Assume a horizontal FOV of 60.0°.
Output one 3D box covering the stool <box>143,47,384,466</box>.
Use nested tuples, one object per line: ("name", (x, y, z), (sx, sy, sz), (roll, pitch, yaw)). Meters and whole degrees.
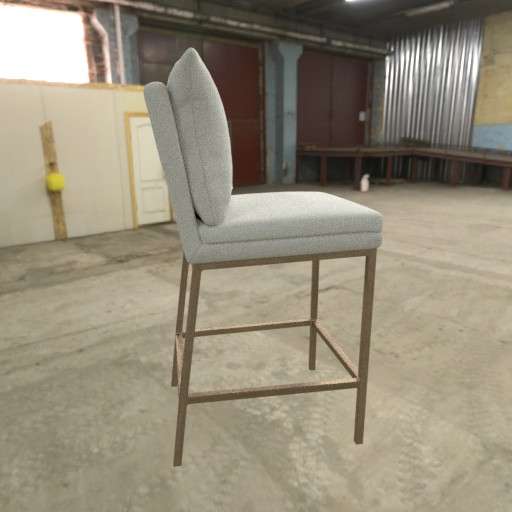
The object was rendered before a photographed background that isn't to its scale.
("stool", (0.000, 0.000, 1.296), (0.572, 1.032, 0.463), (-3, 15, -11))
